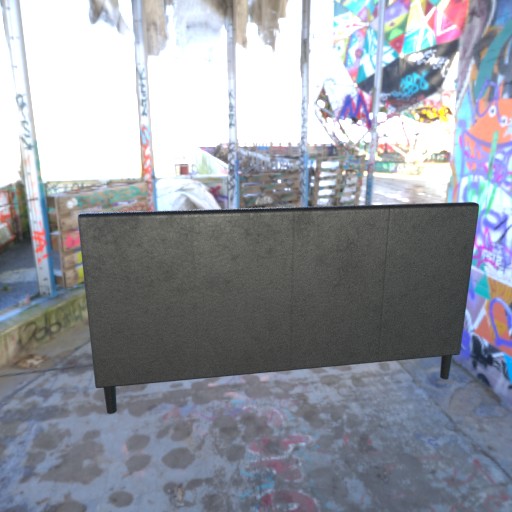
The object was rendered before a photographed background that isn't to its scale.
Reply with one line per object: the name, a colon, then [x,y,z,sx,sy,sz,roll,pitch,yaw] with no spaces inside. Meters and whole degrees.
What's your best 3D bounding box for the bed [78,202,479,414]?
bed: [0.000,0.000,3.316,2.018,1.046,2.152,-3,15,-10]
